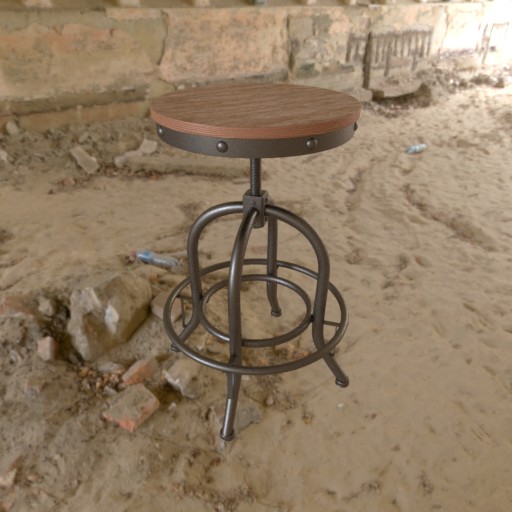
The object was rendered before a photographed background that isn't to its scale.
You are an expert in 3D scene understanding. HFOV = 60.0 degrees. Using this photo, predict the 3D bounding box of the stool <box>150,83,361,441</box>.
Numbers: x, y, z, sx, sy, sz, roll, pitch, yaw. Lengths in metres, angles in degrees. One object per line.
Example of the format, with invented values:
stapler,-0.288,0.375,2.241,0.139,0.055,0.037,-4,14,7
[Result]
stool,0.000,0.000,0.903,0.439,0.609,0.439,8,31,14
